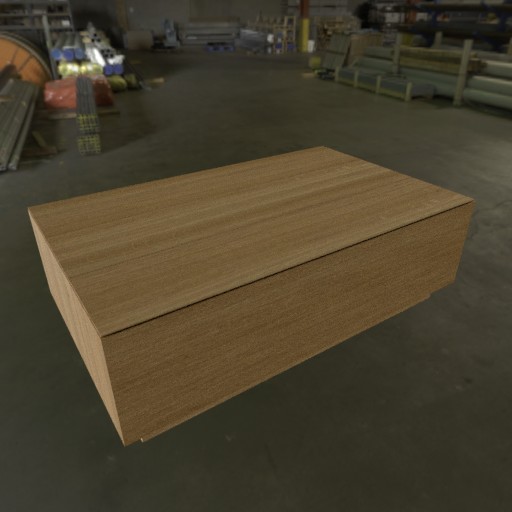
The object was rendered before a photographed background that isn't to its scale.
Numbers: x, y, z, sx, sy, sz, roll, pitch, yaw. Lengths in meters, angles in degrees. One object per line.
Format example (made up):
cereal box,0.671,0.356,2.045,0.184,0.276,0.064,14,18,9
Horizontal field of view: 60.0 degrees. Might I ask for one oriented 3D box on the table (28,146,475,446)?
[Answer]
table,0.000,0.000,1.372,1.110,0.353,0.678,-19,35,-29
